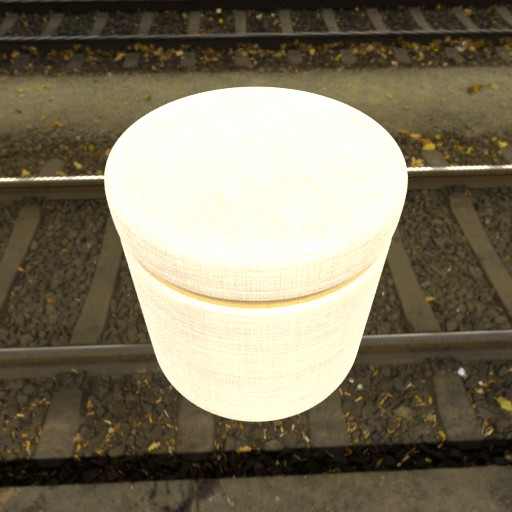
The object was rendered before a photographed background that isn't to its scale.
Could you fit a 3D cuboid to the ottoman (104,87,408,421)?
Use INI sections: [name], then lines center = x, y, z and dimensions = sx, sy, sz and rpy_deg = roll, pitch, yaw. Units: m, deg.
[ottoman]
center = 0.000, 0.000, 0.730
dimensions = 0.400, 0.406, 0.400
rpy_deg = 0, 46, 0
